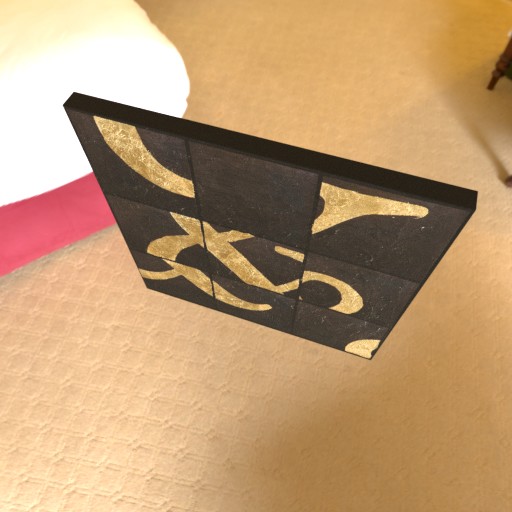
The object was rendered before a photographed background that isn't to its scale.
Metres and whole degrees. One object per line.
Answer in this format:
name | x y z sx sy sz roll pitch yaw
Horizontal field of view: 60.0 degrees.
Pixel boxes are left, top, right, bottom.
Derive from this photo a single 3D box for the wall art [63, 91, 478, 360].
wall art | 0.000 0.000 1.106 0.758 0.758 0.044 16 60 10
